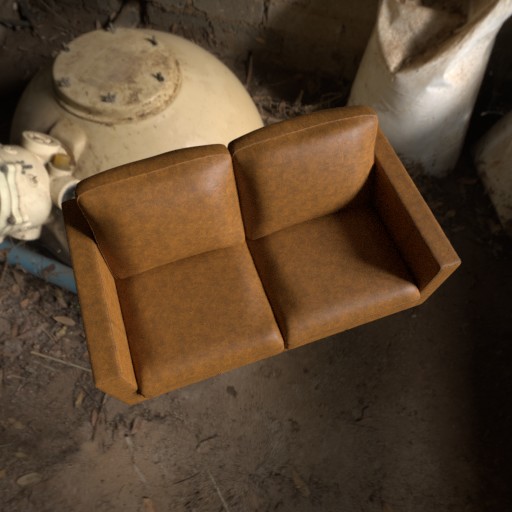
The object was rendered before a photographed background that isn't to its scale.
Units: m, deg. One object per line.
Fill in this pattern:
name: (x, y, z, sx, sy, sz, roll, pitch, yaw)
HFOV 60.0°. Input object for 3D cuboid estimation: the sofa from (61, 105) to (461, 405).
sofa: (0.000, 0.000, 2.133, 1.578, 0.951, 0.909, -17, 65, -8)
